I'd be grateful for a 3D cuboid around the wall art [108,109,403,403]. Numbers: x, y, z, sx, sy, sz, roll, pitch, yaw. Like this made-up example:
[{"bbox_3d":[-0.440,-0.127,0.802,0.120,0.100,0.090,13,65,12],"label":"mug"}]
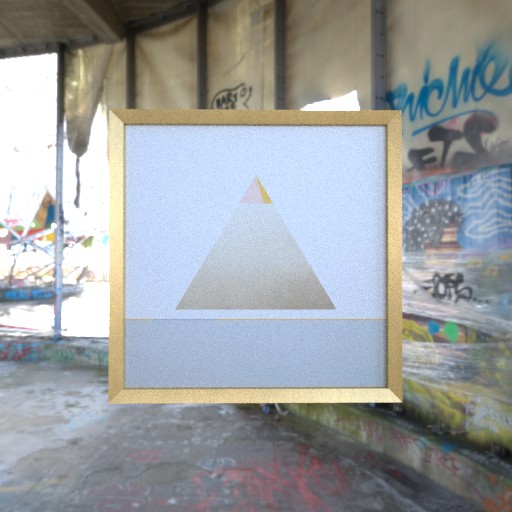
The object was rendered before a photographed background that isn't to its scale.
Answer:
[{"bbox_3d":[0.000,0.000,2.973,1.935,1.936,0.097,0,0,-1],"label":"wall art"}]
